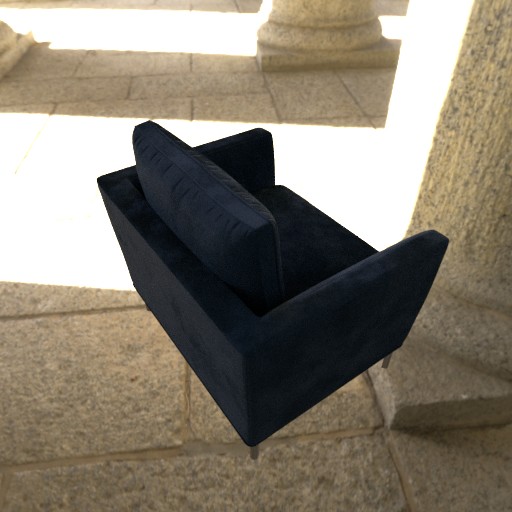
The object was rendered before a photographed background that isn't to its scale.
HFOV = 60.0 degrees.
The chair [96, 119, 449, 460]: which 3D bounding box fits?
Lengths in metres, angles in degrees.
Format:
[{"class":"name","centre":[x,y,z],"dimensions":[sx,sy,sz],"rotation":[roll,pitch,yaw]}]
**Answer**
[{"class":"chair","centre":[0.000,0.000,1.592],"dimensions":[0.746,0.893,0.977],"rotation":[-25,46,-26]}]
